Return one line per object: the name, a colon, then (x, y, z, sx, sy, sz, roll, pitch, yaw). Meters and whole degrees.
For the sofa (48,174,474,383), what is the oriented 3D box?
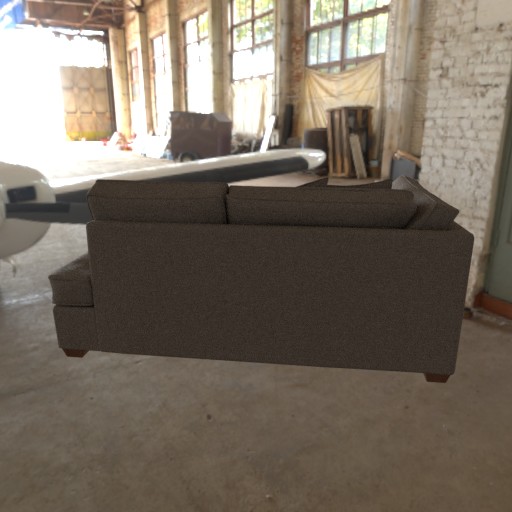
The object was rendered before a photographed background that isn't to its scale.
sofa: (0.000, 0.000, 2.827, 2.237, 1.033, 1.110, 2, 17, 7)
